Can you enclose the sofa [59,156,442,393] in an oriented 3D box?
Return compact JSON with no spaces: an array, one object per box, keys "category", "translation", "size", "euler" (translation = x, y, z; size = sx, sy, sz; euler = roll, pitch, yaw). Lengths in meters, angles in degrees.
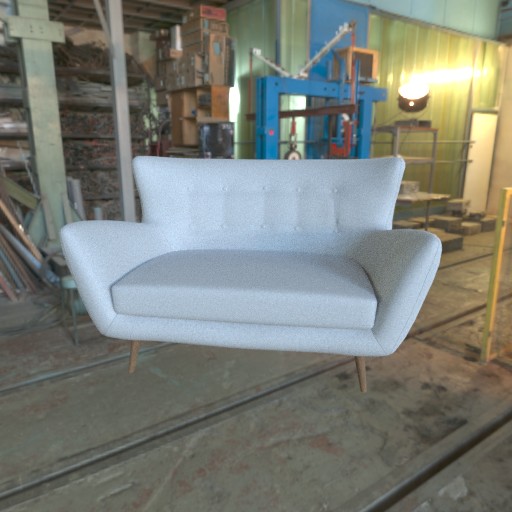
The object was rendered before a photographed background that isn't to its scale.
[{"category":"sofa","translation":[0.000,0.000,2.037],"size":[1.424,0.878,0.921],"euler":[2,15,9]}]
